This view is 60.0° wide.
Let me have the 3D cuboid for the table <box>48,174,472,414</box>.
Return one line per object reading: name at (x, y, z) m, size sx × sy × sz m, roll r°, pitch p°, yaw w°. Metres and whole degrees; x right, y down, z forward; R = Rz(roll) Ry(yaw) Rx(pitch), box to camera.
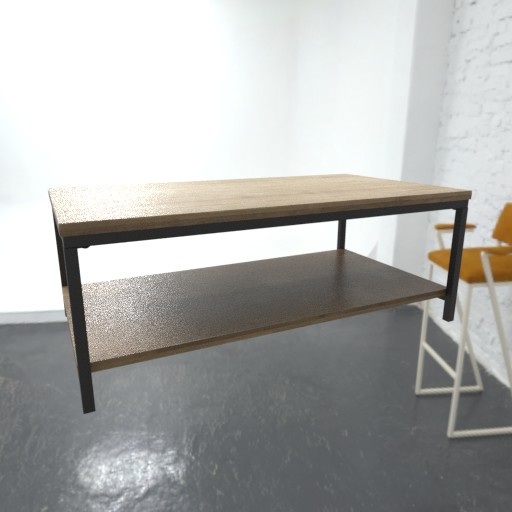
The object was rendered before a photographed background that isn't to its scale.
table at (0.000, 0.000, 1.312) m, size 1.062 × 0.393 × 0.574 m, roll -7°, pitch 17°, yaw -25°
